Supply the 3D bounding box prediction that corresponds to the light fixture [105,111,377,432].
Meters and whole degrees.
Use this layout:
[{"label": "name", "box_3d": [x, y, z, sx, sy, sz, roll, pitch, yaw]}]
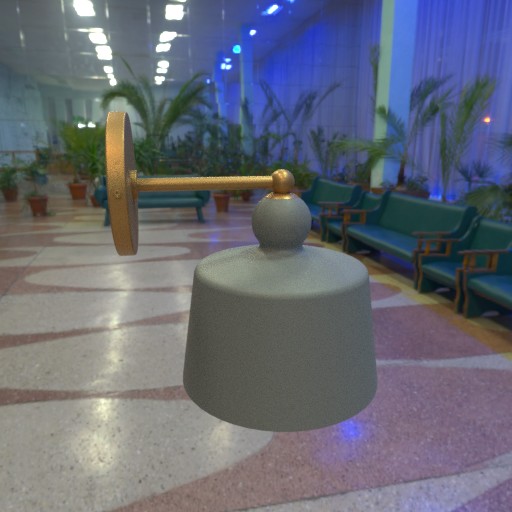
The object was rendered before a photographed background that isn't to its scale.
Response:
[{"label": "light fixture", "box_3d": [0.000, 0.000, 0.436, 0.254, 0.268, 0.204, -3, 15, -11]}]
